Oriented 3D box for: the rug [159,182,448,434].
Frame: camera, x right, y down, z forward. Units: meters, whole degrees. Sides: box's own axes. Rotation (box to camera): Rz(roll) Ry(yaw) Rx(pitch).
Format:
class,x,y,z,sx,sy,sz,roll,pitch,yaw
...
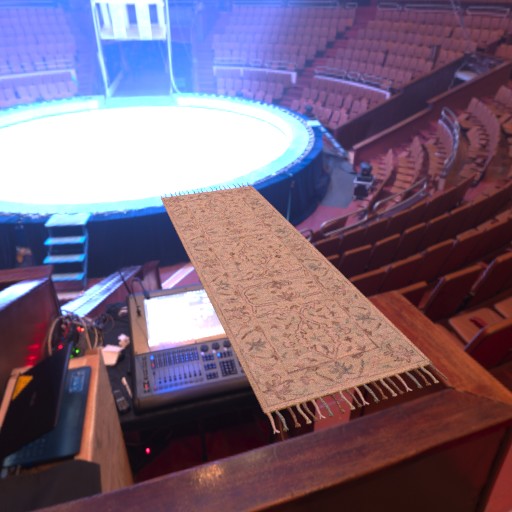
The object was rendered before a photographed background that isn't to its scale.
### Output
class,x,y,z,sx,sy,sz,roll,pitch,yaw
rug,0.000,0.000,2.671,0.769,0.013,2.440,-10,31,-18
